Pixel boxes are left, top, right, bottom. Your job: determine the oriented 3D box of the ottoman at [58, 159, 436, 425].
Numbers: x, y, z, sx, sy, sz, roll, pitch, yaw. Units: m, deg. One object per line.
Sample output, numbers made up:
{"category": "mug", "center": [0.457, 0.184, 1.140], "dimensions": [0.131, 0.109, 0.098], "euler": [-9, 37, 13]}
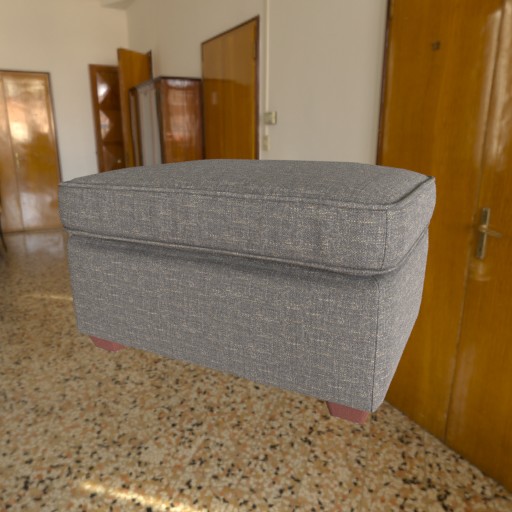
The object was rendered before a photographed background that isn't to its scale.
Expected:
{"category": "ottoman", "center": [0.000, 0.000, 1.072], "dimensions": [0.749, 0.450, 0.549], "euler": [8, 17, 26]}
